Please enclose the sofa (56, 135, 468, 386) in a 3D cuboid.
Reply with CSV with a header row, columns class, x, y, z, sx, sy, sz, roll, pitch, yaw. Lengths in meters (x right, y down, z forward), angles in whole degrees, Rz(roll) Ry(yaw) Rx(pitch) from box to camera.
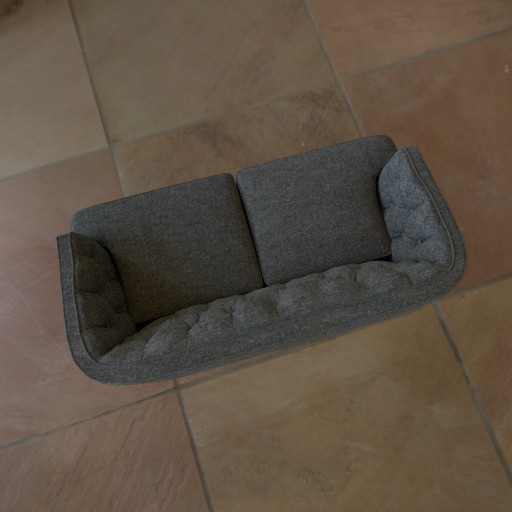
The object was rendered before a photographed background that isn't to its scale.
class,x,y,z,sx,sy,sz,roll,pitch,yaw
sofa,0.000,0.000,2.222,1.733,0.855,0.941,-15,76,-4
